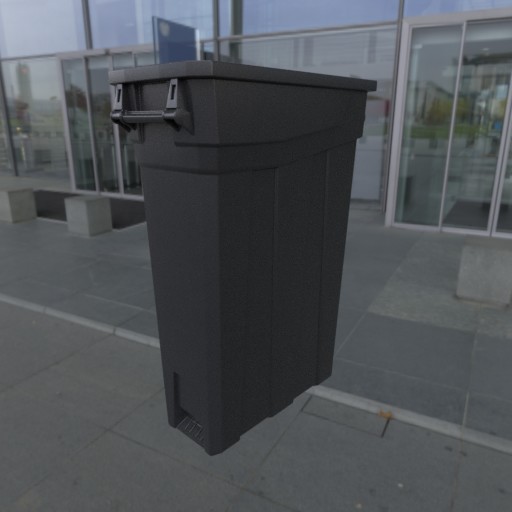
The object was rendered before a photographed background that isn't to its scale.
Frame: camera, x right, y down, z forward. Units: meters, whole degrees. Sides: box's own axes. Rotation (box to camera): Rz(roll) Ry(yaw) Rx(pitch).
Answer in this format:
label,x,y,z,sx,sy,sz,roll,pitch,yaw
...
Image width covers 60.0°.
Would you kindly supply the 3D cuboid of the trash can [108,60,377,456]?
label,x,y,z,sx,sy,sz,roll,pitch,yaw
trash can,0.000,0.000,1.015,0.281,0.762,0.559,16,23,41
